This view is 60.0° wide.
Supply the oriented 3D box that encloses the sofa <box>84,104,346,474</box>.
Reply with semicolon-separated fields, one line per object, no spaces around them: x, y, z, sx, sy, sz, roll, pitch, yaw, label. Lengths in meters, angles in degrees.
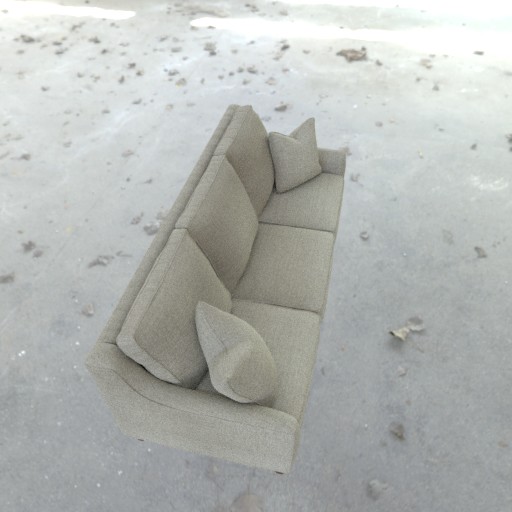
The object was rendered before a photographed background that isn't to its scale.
0.000;0.000;2.509;0.865;0.914;2.031;10;48;9;sofa
